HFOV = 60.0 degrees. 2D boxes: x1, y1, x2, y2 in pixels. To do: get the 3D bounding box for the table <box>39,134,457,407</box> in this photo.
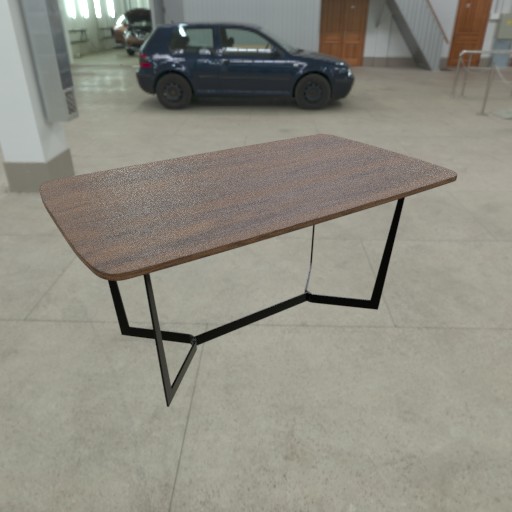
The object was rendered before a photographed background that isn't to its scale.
[{"bbox_3d":[0.000,0.000,2.099,1.643,0.765,0.949,-18,33,-29],"label":"table"}]
